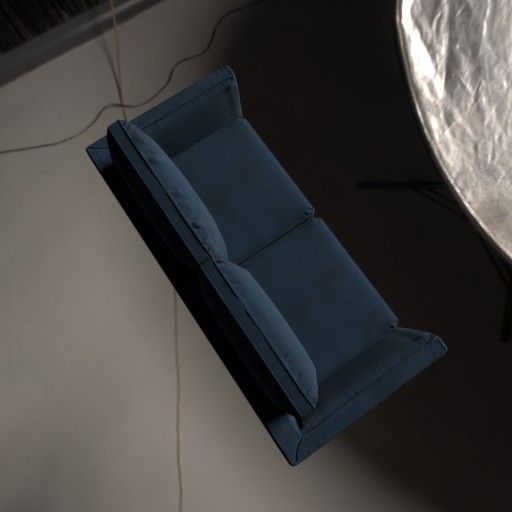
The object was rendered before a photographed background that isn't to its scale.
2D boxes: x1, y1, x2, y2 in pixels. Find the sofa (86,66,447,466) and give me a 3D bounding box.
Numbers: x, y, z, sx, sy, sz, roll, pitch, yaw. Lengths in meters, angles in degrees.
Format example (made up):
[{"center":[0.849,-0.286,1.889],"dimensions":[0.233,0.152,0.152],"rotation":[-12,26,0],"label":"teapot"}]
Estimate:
[{"center":[0.000,0.000,2.296],"dimensions":[0.853,1.002,1.770],"rotation":[-34,78,-8],"label":"sofa"}]
